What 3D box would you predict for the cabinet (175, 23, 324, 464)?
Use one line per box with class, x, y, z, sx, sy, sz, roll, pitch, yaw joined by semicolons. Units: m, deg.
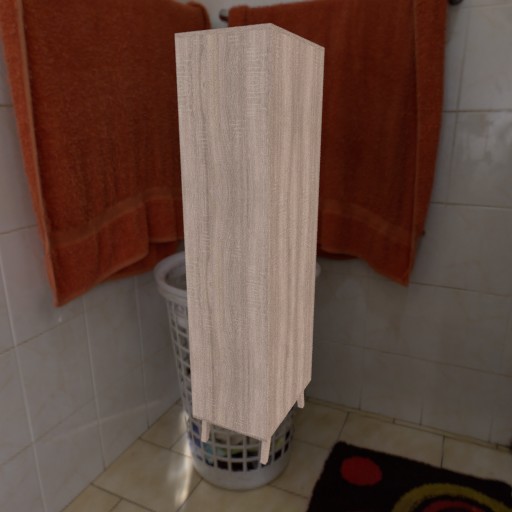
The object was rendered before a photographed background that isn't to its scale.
cabinet;0.000;0.000;2.095;0.400;1.850;0.570;8;18;26
